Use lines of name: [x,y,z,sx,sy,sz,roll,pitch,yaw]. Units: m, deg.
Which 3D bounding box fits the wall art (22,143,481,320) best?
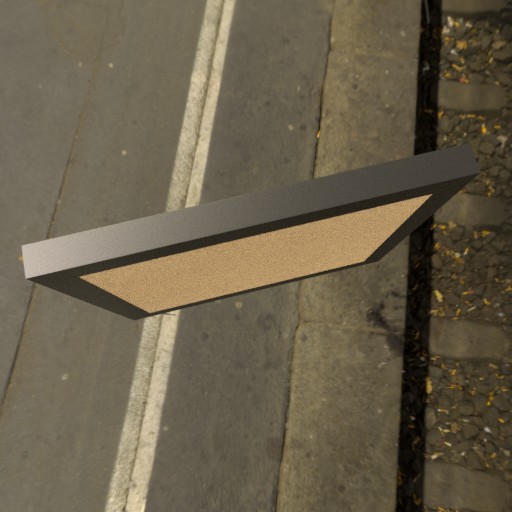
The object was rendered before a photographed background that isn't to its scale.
wall art: [0.000,0.000,0.519,0.381,0.321,0.028,-13,76,-3]
